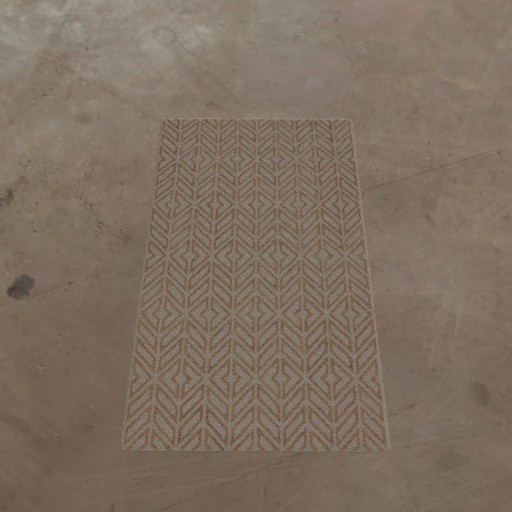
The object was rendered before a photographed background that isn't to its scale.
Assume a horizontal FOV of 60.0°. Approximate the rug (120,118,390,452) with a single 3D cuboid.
[{"bbox_3d":[0.000,0.000,3.015,1.523,0.008,2.438,0,64,0],"label":"rug"}]
